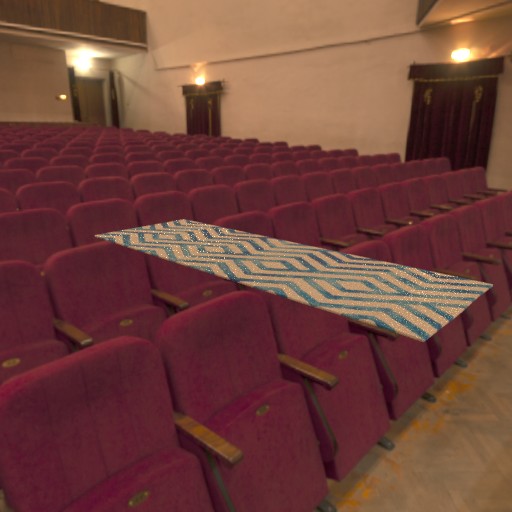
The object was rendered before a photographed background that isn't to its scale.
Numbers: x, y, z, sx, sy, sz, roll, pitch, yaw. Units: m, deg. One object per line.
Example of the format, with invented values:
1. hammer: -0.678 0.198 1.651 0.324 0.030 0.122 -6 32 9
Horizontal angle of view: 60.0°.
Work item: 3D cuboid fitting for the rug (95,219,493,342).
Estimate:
1. rug: 0.000 0.000 1.649 1.492 0.007 0.503 14 21 41
